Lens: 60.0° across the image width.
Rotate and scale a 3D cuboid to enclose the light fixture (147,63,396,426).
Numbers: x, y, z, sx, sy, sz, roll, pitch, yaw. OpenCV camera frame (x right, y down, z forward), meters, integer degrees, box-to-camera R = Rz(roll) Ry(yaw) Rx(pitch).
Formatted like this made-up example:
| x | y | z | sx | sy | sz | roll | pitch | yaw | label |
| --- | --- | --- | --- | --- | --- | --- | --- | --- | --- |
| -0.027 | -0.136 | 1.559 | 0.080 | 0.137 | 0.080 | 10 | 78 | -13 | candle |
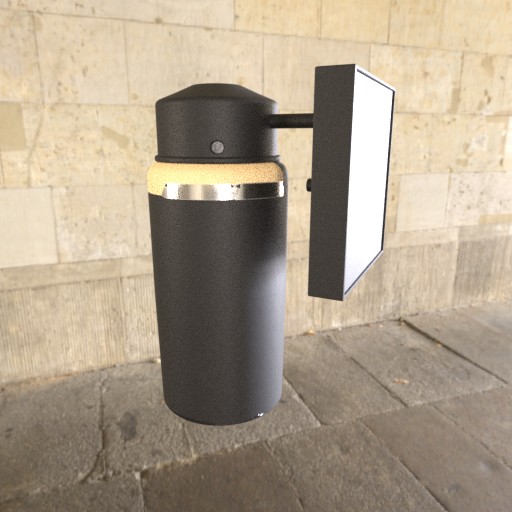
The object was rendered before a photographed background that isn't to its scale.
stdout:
| x | y | z | sx | sy | sz | roll | pitch | yaw | label |
| --- | --- | --- | --- | --- | --- | --- | --- | --- | --- |
| 0.000 | 0.000 | 0.353 | 0.176 | 0.257 | 0.130 | 7 | 16 | 25 | light fixture |
